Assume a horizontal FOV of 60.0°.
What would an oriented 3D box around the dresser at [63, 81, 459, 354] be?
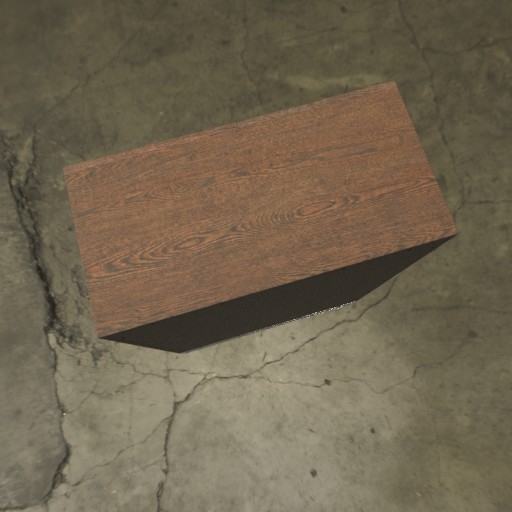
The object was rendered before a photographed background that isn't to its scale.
[{"bbox_3d":[0.000,0.000,1.829,0.965,1.321,0.508,-16,76,-4],"label":"dresser"}]
